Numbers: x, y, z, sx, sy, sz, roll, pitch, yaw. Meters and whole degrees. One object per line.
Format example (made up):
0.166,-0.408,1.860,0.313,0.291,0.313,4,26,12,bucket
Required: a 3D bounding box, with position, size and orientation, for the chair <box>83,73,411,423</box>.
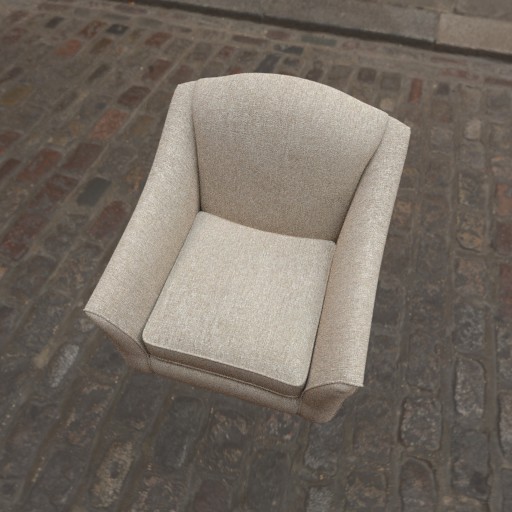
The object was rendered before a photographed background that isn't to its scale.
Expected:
0.000,0.000,1.435,0.763,0.839,0.787,14,58,9,chair
